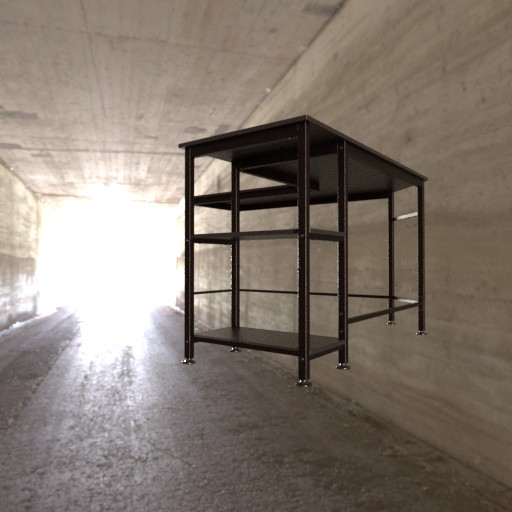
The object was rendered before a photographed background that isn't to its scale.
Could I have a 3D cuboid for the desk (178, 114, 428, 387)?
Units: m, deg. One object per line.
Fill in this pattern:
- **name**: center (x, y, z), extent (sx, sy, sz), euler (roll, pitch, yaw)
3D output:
- **desk**: center (0.000, 0.000, 2.157), extent (1.379, 0.739, 1.379), euler (-1, -1, 37)
